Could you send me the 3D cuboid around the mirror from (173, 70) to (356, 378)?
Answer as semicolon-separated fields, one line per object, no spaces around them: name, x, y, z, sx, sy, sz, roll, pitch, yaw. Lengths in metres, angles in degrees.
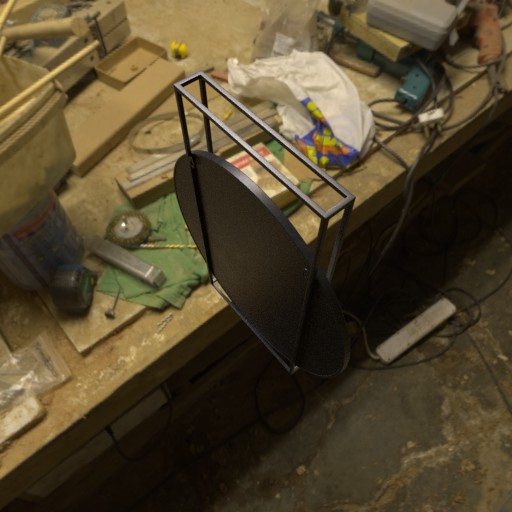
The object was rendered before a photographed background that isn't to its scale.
mirror;0.000;0.000;0.841;0.051;0.603;0.508;-35;64;-20
